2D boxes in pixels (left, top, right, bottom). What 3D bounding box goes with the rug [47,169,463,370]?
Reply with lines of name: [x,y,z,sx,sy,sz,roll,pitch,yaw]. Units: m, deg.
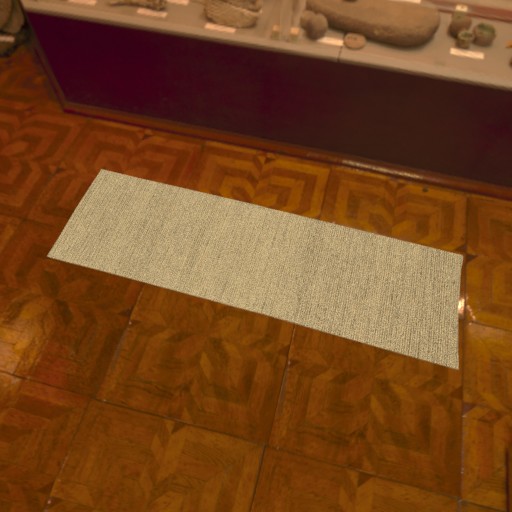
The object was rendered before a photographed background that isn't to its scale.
rug: [0.000,0.000,2.552,2.320,0.032,0.692,14,60,8]
